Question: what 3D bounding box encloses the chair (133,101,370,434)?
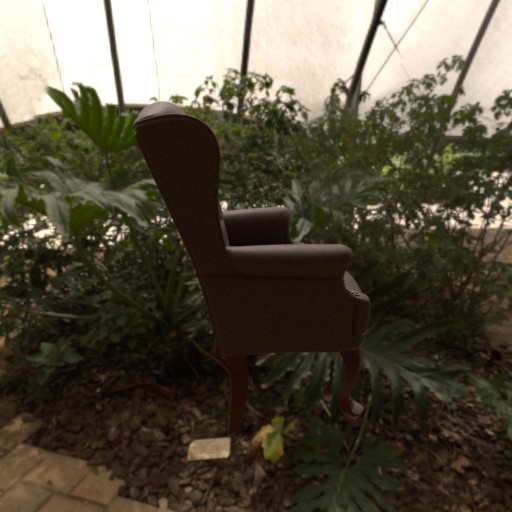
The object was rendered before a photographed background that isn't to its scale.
[{"bbox_3d":[0.000,0.000,1.728,0.819,1.132,0.829,-3,16,-10],"label":"chair"}]
